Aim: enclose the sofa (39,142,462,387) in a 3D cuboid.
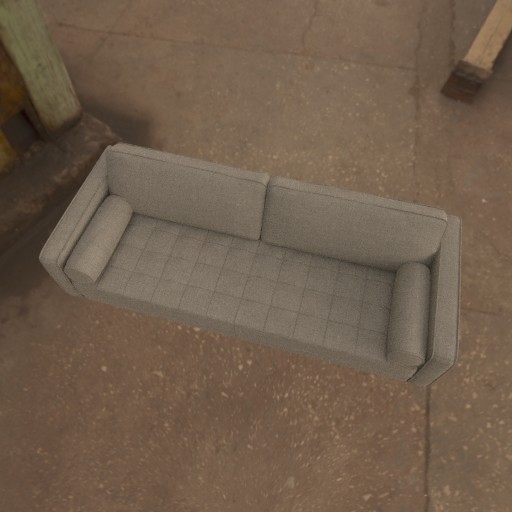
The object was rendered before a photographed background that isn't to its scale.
[{"bbox_3d":[0.000,0.000,2.596,2.211,0.762,0.914,13,59,8],"label":"sofa"}]
